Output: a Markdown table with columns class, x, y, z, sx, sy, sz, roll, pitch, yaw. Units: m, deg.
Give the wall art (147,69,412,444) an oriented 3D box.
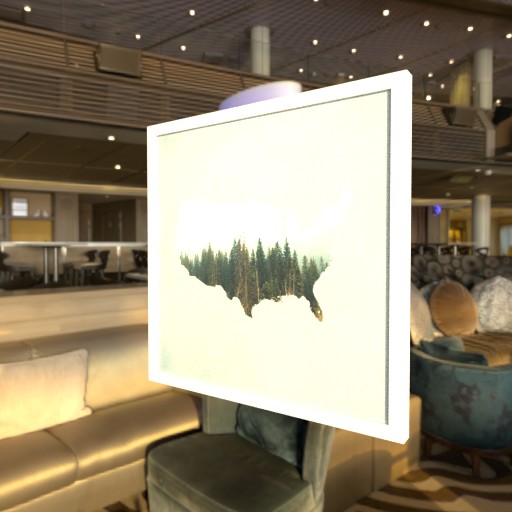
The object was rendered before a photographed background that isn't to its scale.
| class | x | y | z | sx | sy | sz | roll | pitch | yaw |
| --- | --- | --- | --- | --- | --- | --- | --- | --- | --- |
| wall art | 0.000 | 0.000 | 1.132 | 0.762 | 0.762 | 0.038 | 1 | 2 | 34 |
